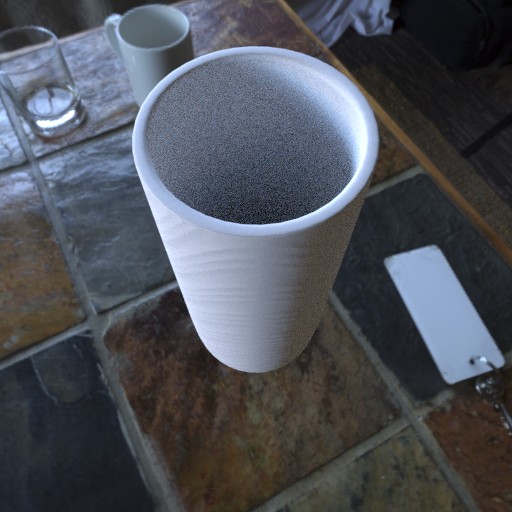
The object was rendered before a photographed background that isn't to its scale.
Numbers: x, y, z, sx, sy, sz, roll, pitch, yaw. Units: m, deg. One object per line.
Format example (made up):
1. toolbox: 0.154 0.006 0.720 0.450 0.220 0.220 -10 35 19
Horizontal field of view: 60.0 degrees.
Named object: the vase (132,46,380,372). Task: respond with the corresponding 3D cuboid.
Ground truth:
1. vase: 0.000 0.000 0.388 0.143 0.316 0.143 0 64 0
